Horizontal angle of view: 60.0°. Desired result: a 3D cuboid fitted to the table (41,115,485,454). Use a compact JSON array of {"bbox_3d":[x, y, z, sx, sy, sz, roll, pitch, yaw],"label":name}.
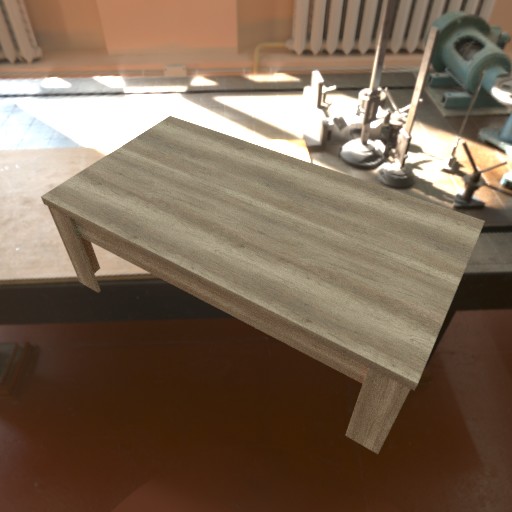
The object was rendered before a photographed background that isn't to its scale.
[{"bbox_3d":[0.000,0.000,1.675,1.350,0.460,0.700,24,50,22],"label":"table"}]
